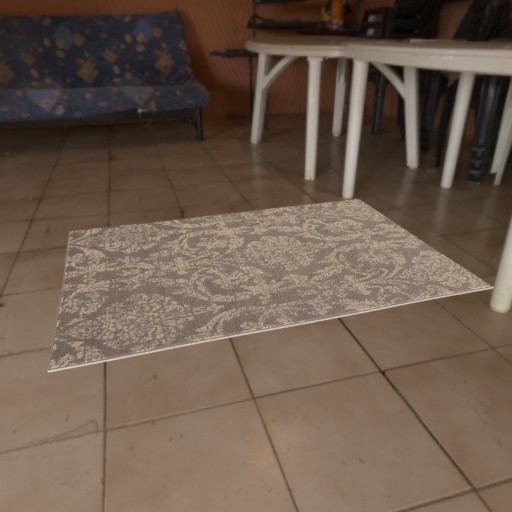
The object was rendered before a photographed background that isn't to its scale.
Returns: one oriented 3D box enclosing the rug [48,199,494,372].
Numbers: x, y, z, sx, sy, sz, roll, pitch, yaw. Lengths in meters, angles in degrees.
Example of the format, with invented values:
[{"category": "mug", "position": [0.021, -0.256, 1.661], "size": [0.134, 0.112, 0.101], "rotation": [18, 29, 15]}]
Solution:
[{"category": "rug", "position": [0.000, 0.000, 2.224], "size": [1.824, 0.012, 1.206], "rotation": [-8, 28, -15]}]
